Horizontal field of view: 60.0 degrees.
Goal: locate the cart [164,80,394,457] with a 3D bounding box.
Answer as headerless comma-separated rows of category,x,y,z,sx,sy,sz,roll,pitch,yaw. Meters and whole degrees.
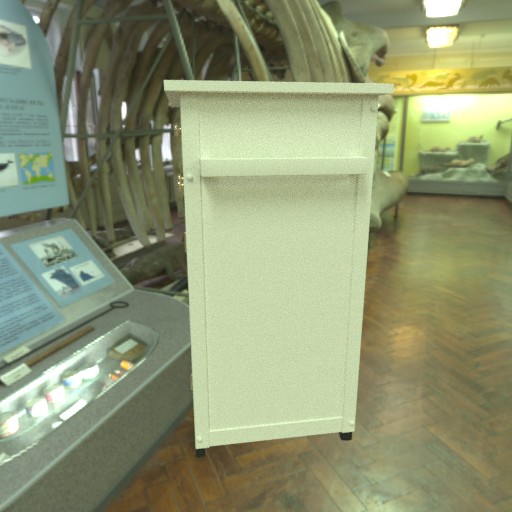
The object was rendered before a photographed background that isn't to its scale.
cart,0.000,0.000,1.258,0.442,0.864,0.683,-3,16,-9
